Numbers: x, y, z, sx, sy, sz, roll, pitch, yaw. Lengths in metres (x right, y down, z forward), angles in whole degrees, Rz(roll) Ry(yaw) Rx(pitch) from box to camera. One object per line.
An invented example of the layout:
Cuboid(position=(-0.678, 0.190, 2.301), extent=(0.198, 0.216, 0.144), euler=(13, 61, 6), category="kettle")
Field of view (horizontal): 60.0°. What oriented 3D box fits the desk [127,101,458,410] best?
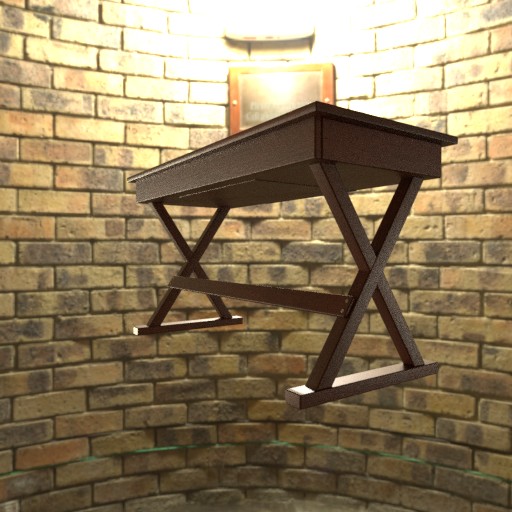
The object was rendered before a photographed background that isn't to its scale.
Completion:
Cuboid(position=(0.000, 0.000, 1.793), extent=(0.600, 0.761, 1.372), euler=(-1, 1, -35), category="desk")
